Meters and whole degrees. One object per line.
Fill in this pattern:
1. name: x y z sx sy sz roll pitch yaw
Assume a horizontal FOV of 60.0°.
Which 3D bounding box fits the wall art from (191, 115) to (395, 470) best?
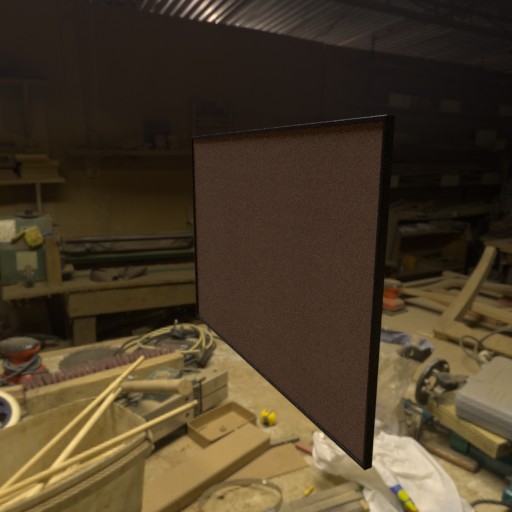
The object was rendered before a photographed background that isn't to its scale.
1. wall art: 0.000 0.000 1.207 0.019 0.660 0.957 -6 14 -27
